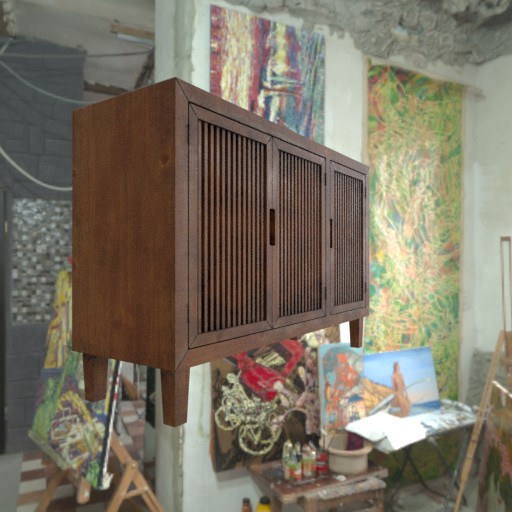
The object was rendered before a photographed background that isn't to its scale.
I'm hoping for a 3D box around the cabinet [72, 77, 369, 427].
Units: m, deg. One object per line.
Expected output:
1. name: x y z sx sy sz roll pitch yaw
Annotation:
1. cabinet: 0.000 0.000 1.607 0.403 0.805 1.204 0 0 35
